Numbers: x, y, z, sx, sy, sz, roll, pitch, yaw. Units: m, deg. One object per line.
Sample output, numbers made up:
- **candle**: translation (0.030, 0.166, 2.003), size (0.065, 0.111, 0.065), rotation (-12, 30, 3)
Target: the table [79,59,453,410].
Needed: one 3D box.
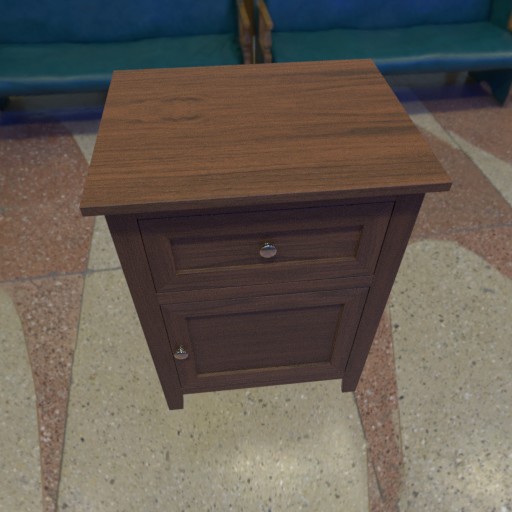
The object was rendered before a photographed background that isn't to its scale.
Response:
- **table**: translation (0.000, 0.000, 0.925), size (0.480, 0.636, 0.381), rotation (-4, 47, -4)
